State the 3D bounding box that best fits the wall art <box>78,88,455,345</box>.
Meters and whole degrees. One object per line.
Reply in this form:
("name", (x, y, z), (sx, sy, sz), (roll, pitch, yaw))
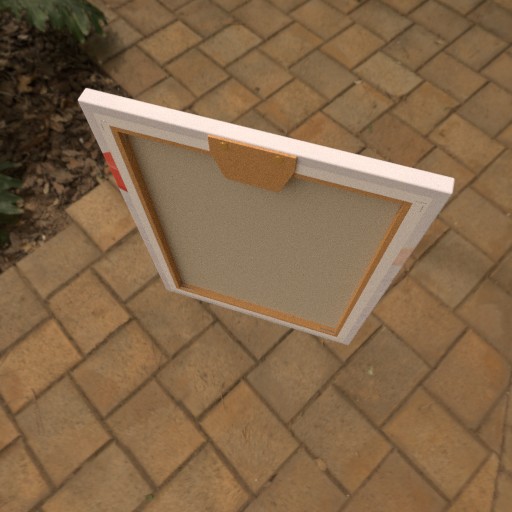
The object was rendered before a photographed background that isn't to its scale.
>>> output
("wall art", (0.000, 0.000, 1.313), (0.759, 1.014, 0.045), (16, 64, 8))
